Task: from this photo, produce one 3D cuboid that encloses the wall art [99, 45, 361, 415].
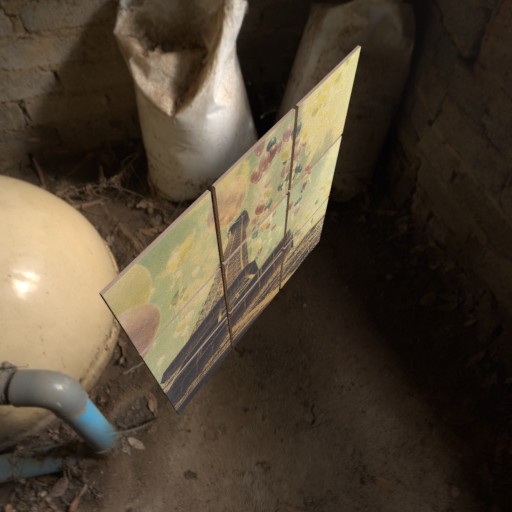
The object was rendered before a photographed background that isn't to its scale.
[{"bbox_3d":[0.000,0.000,1.813,0.013,1.218,1.219,32,63,19],"label":"wall art"}]
